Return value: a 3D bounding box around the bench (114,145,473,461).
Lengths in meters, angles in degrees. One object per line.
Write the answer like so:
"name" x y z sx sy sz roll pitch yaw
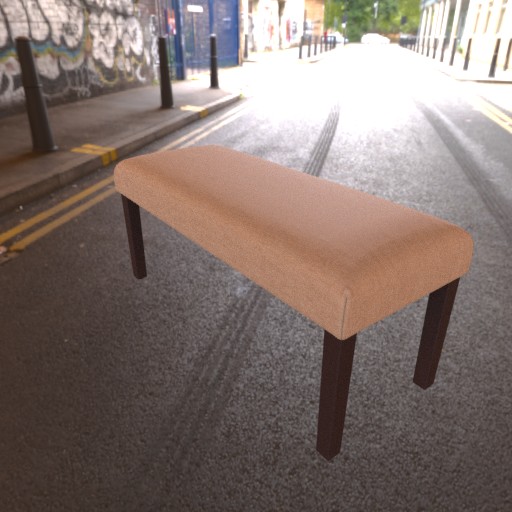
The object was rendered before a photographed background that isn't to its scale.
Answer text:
"bench" 0.000 0.000 1.265 0.407 0.456 1.013 -19 32 -33
